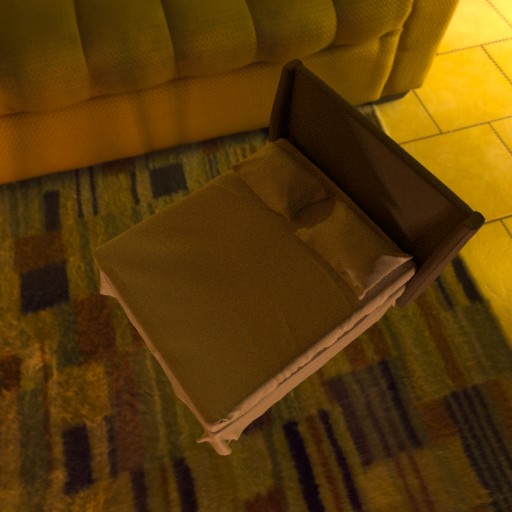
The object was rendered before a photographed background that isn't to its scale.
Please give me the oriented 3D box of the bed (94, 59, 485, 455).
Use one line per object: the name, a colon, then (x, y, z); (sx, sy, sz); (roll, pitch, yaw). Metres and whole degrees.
bed: (0.000, 0.000, 3.422); (2.276, 1.332, 1.925); (-34, 68, -16)
